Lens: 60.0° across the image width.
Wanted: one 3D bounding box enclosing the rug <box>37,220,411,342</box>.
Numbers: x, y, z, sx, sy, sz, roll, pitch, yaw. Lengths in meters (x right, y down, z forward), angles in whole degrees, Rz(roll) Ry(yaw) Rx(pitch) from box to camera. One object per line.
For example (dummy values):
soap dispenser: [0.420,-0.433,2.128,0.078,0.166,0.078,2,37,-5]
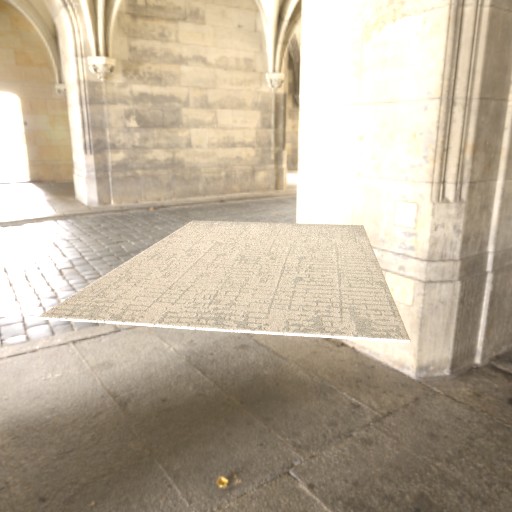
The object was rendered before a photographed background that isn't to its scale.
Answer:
rug: [0.000,0.000,2.271,1.211,0.007,1.827,2,15,8]
